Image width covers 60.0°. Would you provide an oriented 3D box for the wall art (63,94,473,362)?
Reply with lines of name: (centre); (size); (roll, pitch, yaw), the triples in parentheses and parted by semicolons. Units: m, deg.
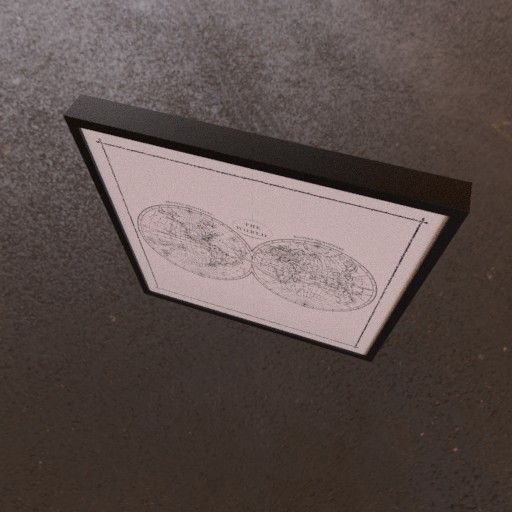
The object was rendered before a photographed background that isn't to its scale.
wall art: (0.000, 0.000, 0.481); (0.327, 0.318, 0.029); (15, 59, 10)
